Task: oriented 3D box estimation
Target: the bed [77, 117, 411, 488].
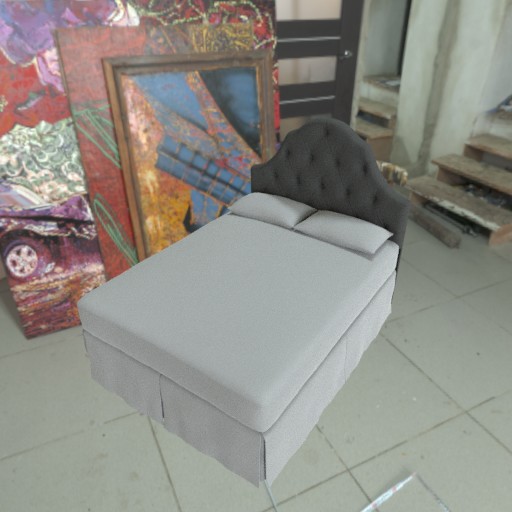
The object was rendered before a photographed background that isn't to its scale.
[{"bbox_3d":[0.000,0.000,3.263,1.636,1.575,2.155,20,36,29],"label":"bed"}]
